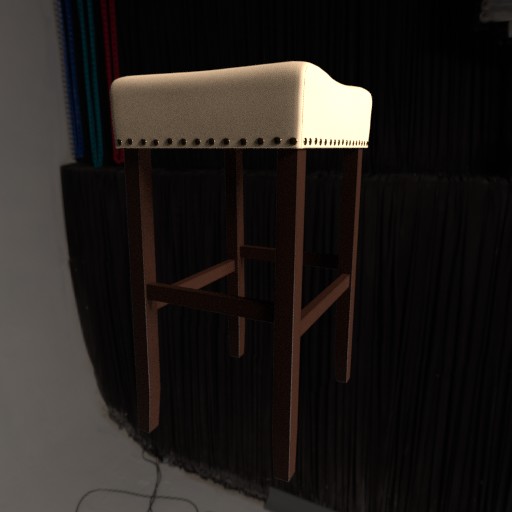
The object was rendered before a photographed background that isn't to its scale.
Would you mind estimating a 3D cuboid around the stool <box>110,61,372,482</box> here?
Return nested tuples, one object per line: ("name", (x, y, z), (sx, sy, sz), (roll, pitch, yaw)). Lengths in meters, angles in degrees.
("stool", (0.000, 0.000, 1.040), (0.401, 0.762, 0.471), (7, 15, 26))
